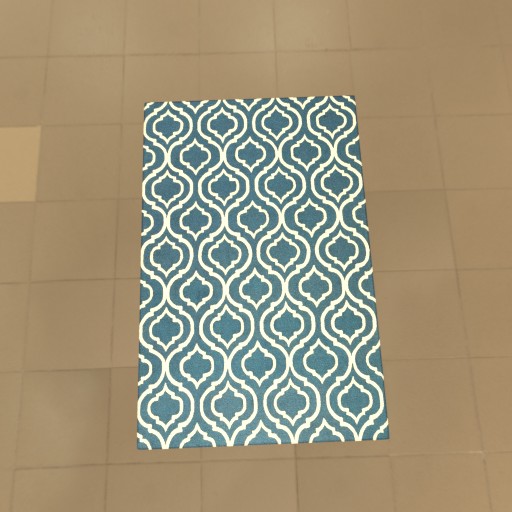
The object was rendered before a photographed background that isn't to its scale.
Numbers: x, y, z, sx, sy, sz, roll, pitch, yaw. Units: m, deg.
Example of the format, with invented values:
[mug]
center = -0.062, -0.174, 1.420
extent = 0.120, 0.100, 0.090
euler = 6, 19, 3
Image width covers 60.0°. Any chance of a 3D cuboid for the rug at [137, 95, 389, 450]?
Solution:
[rug]
center = 0.000, 0.000, 2.204
extent = 1.143, 0.010, 1.753
euler = -2, 77, -1
